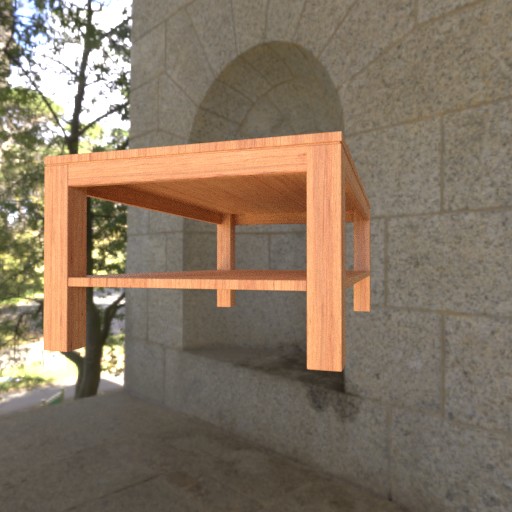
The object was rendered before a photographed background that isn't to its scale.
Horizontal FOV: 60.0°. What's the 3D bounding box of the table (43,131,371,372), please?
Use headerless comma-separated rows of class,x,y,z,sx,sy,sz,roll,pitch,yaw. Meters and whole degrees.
table,0.000,0.000,1.489,0.695,0.457,1.146,0,-1,17
